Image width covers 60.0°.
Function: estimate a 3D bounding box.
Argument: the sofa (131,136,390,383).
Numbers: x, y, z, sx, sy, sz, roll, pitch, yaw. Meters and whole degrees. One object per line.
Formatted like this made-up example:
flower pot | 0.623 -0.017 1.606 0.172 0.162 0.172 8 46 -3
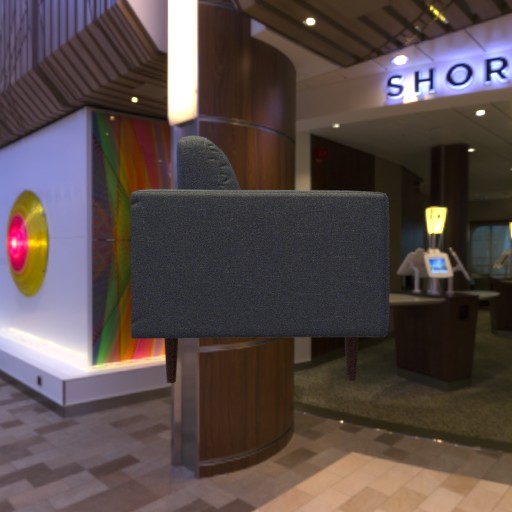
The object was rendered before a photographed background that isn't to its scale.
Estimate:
sofa | 0.000 0.000 2.537 0.935 0.945 2.013 0 1 -2
